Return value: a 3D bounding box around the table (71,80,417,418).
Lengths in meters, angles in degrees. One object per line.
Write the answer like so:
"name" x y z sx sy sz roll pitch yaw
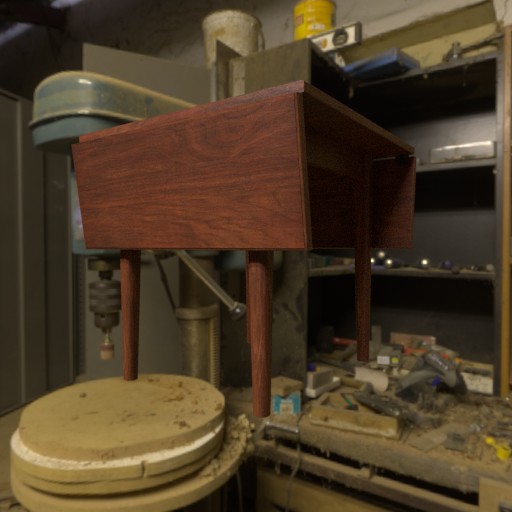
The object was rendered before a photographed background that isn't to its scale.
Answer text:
"table" 0.000 0.000 1.488 0.812 0.763 0.843 1 2 36
